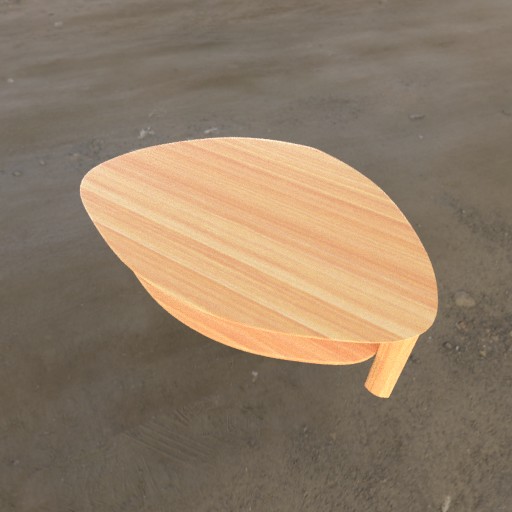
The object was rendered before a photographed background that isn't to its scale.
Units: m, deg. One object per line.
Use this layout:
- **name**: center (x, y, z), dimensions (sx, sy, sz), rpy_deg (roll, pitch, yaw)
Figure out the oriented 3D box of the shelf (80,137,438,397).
- **shelf**: center (0.000, 0.000, 1.610), dimensions (1.246, 0.440, 0.845), rpy_deg (24, 52, 21)
